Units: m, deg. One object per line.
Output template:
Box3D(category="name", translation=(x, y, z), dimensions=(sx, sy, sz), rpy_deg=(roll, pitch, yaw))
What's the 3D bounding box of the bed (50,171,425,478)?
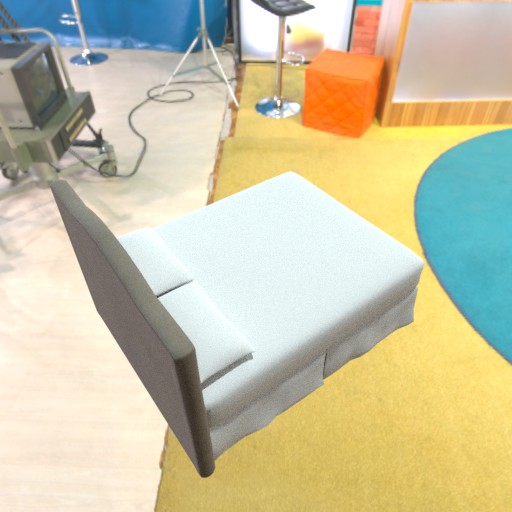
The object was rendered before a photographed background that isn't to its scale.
Box3D(category="bed", translation=(0.000, 0.000, 3.276), dimensions=(2.128, 1.441, 1.744), rpy_deg=(-27, 50, -26))
